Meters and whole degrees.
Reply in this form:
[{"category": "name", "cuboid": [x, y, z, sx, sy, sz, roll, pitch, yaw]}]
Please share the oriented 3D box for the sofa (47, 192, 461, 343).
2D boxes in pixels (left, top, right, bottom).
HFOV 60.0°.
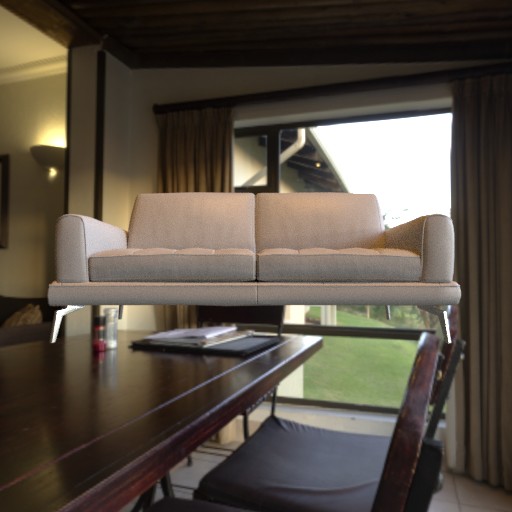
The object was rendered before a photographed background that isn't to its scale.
[{"category": "sofa", "cuboid": [0.000, 0.000, 2.818, 2.177, 0.930, 1.121, 0, -2, 1]}]
